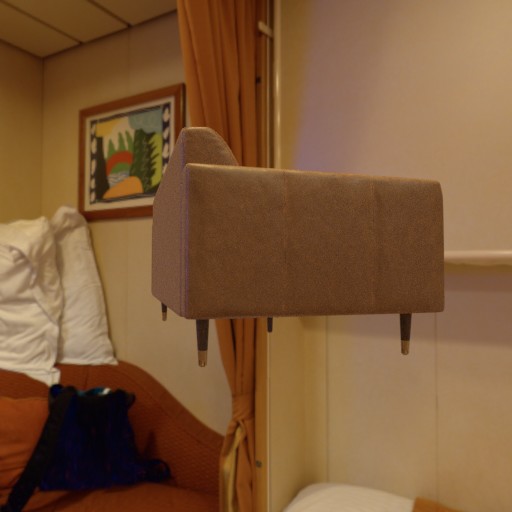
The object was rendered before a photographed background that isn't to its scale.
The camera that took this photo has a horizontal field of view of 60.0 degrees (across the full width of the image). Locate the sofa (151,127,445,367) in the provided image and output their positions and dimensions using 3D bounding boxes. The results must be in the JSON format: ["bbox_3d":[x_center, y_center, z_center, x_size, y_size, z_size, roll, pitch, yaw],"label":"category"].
[{"bbox_3d":[0.000,0.000,2.371,0.993,0.821,1.847,1,-2,-16],"label":"sofa"}]
